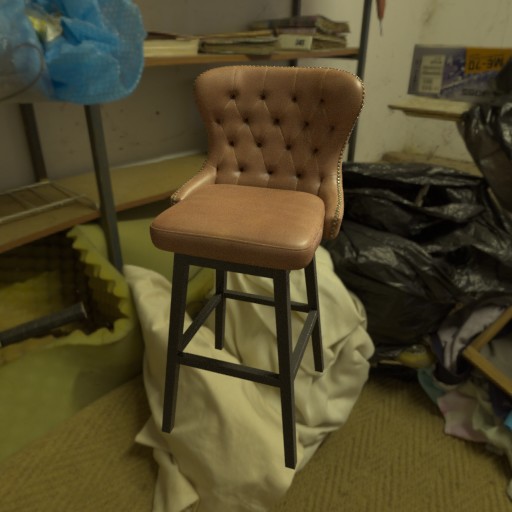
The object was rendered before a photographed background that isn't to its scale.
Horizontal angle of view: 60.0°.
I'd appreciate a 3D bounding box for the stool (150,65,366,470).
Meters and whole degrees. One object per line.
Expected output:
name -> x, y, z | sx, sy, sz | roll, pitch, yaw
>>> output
stool -> 0.000, 0.000, 1.377 | 0.528, 1.050, 0.601 | 9, 29, 16
